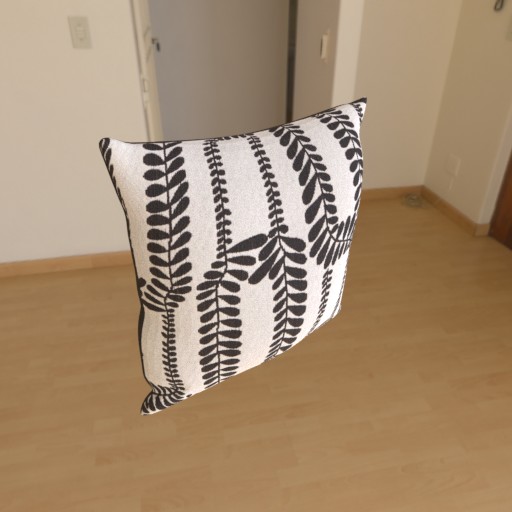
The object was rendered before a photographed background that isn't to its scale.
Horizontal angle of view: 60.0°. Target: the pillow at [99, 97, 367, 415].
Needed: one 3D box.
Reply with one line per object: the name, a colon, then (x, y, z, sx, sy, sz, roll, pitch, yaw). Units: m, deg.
pillow: (0.000, 0.000, 0.694, 0.440, 0.441, 0.182, -21, 37, -31)
